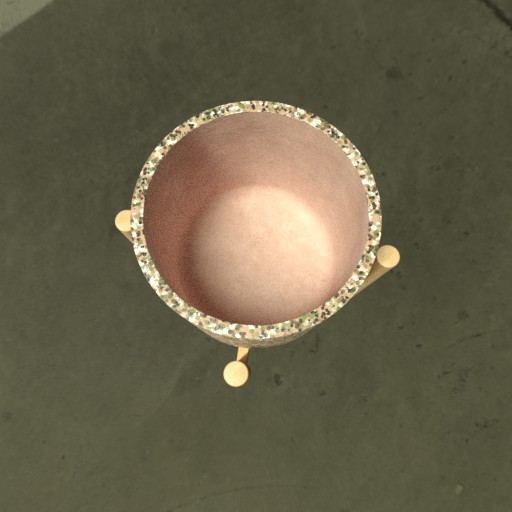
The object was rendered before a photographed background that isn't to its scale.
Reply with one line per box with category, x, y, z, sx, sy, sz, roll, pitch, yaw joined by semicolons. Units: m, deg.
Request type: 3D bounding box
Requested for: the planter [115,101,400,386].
planter;0.000;0.000;0.547;0.284;0.320;0.284;30;78;7
